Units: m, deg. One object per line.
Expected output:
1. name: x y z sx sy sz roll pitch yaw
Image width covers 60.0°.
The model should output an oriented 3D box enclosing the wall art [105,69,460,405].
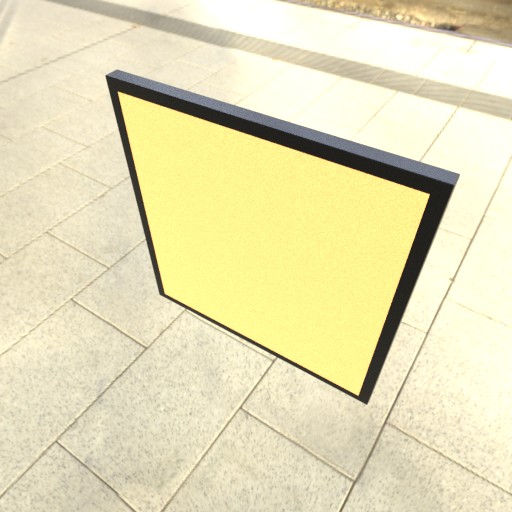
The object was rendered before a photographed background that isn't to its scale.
1. wall art: 0.000 0.000 1.117 0.755 0.761 0.038 24 51 21
